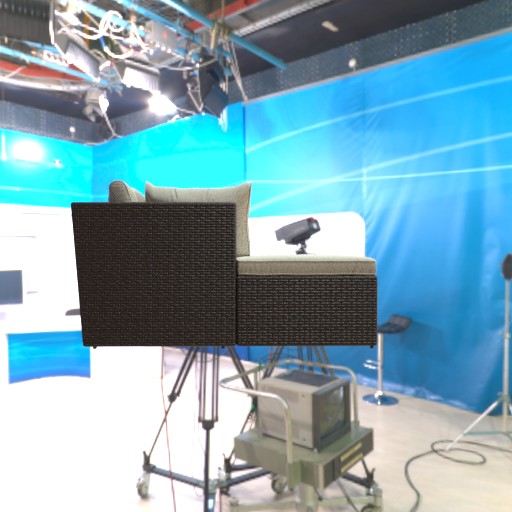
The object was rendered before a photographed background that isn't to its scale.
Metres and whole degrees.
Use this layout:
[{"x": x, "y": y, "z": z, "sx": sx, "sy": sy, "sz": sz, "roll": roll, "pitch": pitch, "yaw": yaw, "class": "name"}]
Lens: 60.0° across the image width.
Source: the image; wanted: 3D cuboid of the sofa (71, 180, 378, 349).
[{"x": 0.000, "y": 0.000, "z": 2.983, "sx": 1.612, "sy": 0.766, "sz": 2.192, "roll": 0, "pitch": 1, "yaw": -1, "class": "sofa"}]
